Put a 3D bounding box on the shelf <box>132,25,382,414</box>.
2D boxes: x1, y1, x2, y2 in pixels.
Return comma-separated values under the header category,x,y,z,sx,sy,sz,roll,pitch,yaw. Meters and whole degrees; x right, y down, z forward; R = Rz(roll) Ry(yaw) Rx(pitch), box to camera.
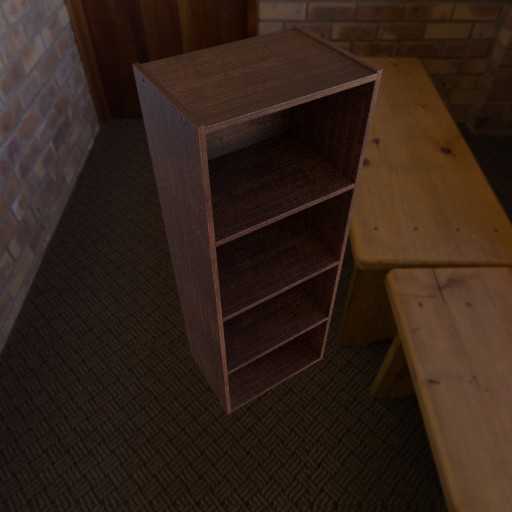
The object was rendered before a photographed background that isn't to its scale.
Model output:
category,x,y,z,sx,sy,sz,roll,pitch,yaw
shelf,0.000,0.000,1.285,0.415,1.099,0.290,-24,51,-21
